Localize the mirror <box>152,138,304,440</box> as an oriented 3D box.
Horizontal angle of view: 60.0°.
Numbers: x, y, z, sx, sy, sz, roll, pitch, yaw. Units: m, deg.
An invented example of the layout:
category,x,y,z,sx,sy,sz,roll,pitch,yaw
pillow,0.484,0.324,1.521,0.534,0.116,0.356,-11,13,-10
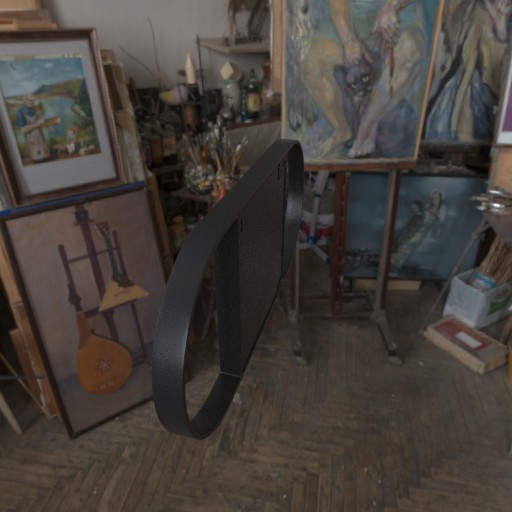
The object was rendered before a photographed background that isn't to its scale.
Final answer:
category,x,y,z,sx,sy,sz,roll,pitch,yaw
mirror,0.000,0.000,0.658,0.032,0.254,0.584,8,31,14
